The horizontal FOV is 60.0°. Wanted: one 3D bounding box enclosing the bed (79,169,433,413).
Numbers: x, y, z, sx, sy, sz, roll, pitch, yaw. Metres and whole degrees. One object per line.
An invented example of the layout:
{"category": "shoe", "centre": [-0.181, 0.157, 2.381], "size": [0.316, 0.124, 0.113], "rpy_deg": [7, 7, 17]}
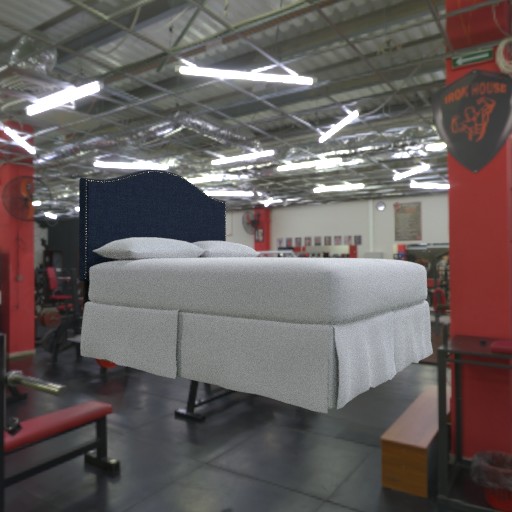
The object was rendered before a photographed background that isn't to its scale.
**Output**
{"category": "bed", "centre": [0.000, 0.000, 3.318], "size": [2.153, 1.518, 1.725], "rpy_deg": [0, -1, 36]}
